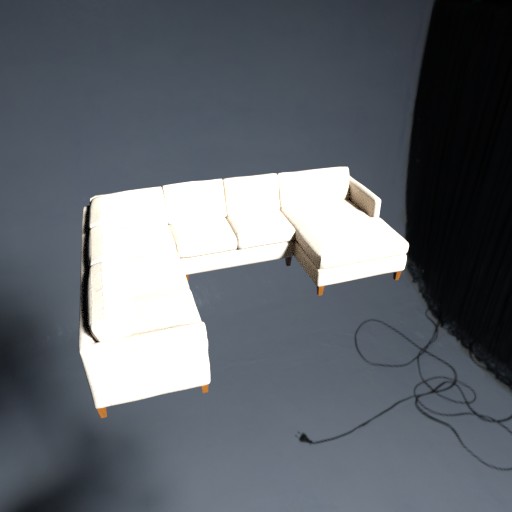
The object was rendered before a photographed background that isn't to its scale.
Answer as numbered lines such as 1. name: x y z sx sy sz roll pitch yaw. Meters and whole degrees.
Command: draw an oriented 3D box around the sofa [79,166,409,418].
1. sofa: 0.000 0.000 4.727 3.460 0.961 2.594 -10 33 -15
